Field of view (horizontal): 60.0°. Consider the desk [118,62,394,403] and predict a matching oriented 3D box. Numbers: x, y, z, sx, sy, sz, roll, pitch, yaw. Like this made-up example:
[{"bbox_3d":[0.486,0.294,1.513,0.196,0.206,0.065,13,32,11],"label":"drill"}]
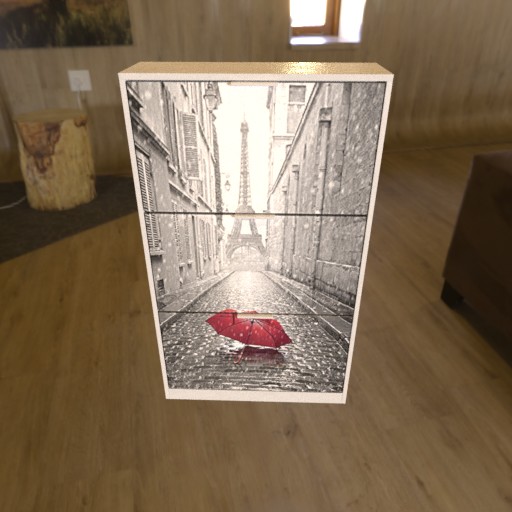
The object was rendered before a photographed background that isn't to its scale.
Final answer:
[{"bbox_3d":[0.000,0.000,1.624,0.750,1.280,0.250,1,31,2],"label":"desk"}]
